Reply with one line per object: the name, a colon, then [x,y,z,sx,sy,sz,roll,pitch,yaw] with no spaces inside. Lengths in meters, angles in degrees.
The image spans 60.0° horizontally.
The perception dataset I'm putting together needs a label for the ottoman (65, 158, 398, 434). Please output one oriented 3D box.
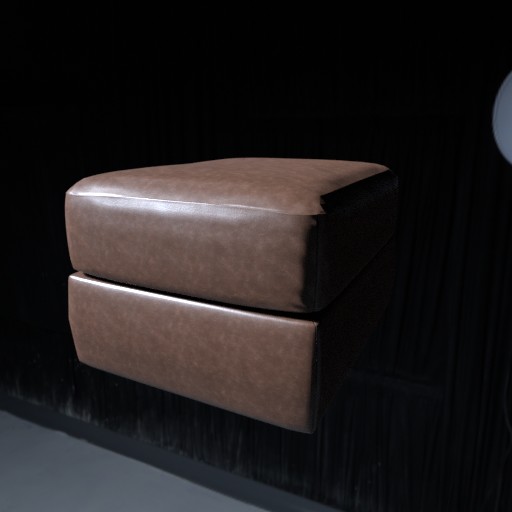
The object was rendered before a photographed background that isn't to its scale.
ottoman: [0.000,0.000,1.160,0.603,0.476,0.751,8,18,26]
